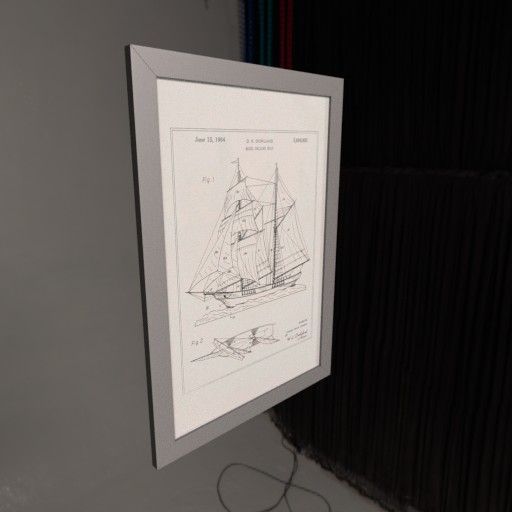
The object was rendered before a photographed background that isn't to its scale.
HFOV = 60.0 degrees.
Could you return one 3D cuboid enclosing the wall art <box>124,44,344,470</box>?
[{"bbox_3d":[0.000,0.000,0.668,0.380,0.534,0.013,-13,19,-41],"label":"wall art"}]
